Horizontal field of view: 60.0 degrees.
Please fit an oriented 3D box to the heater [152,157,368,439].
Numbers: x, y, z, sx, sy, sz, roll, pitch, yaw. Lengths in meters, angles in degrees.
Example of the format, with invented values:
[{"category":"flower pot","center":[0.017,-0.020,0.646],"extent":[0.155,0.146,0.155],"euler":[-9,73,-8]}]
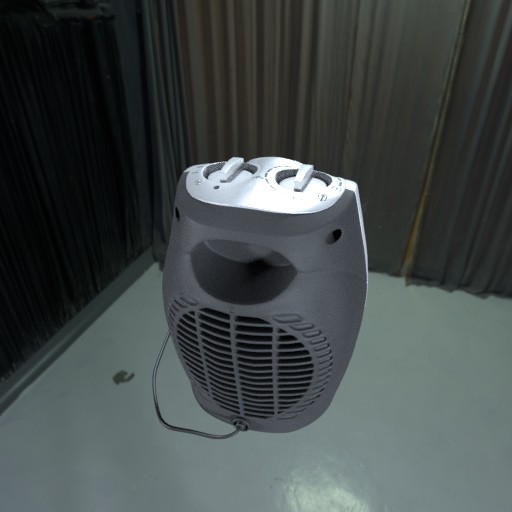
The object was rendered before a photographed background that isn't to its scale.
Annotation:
[{"category":"heater","center":[0.000,0.000,0.472],"extent":[0.239,0.240,0.291],"euler":[9,32,15]}]
